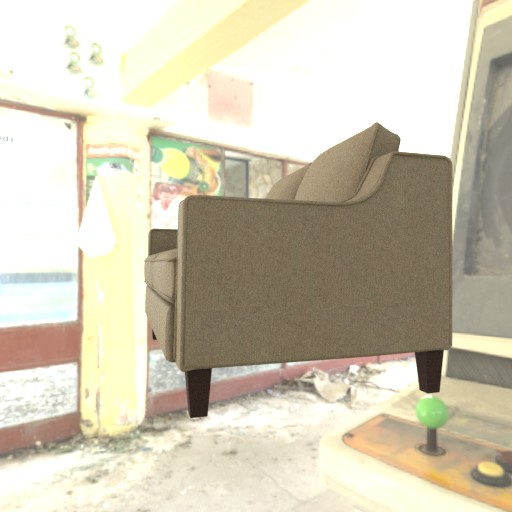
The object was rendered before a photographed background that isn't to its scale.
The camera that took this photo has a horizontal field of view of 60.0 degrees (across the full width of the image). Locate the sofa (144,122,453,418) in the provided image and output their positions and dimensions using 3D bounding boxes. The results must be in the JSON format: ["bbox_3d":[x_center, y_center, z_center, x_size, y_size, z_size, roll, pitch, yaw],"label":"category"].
[{"bbox_3d":[0.000,0.000,2.121,0.985,0.981,1.503,0,-1,-18],"label":"sofa"}]
